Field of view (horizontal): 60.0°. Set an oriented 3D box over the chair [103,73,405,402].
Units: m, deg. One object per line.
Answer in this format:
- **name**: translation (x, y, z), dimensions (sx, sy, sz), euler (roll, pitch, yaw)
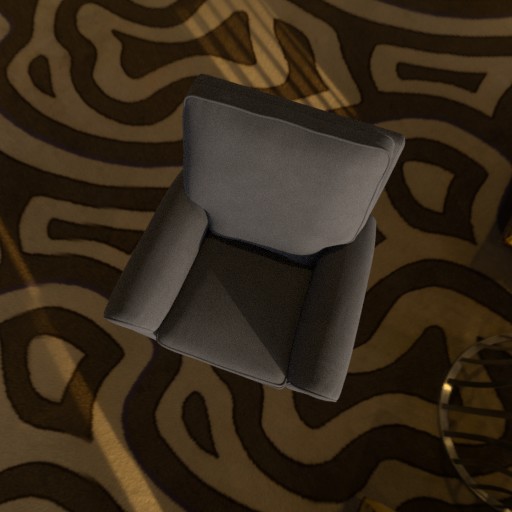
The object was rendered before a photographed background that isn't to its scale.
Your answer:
- **chair**: translation (0.000, 0.000, 1.705), dimensions (0.890, 0.961, 0.878), euler (19, 75, 5)
